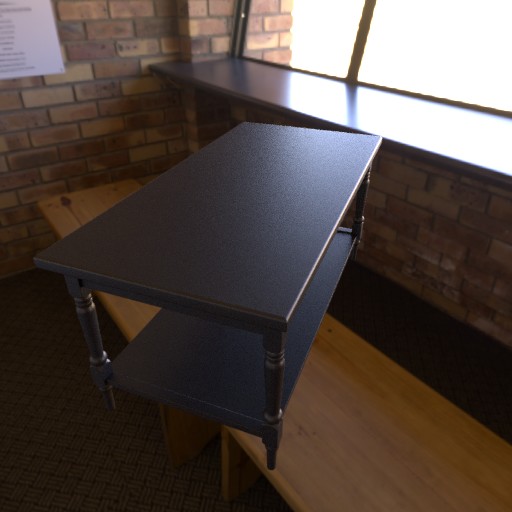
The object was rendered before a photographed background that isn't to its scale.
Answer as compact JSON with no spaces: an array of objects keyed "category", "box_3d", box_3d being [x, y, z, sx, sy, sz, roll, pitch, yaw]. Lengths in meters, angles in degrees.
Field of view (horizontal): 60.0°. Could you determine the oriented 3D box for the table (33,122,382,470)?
[{"category":"table","box_3d":[0.000,0.000,1.395,0.550,0.510,1.107,12,34,18]}]
